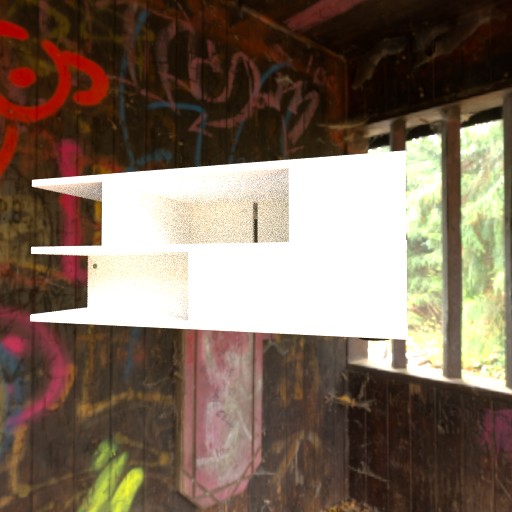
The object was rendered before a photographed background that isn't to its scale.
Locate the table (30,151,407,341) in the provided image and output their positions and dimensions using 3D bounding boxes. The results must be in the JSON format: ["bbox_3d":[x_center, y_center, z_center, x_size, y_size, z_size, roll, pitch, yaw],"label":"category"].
[{"bbox_3d":[0.000,0.000,1.094,0.700,0.289,0.700,0,-2,18],"label":"table"}]
